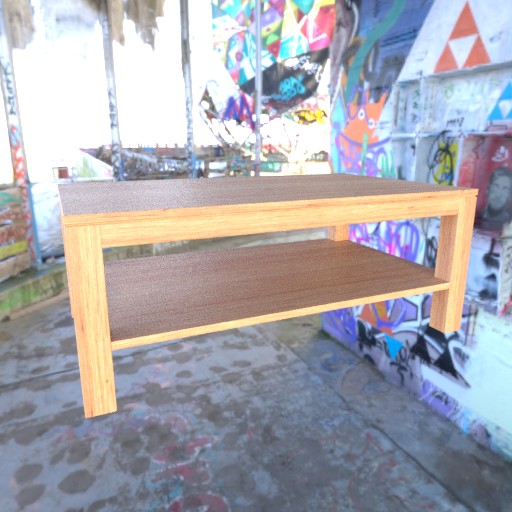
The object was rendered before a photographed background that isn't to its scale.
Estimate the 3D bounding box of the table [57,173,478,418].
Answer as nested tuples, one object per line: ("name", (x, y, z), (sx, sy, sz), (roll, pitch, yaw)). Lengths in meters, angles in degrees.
("table", (0.000, 0.000, 1.462), (1.146, 0.457, 0.695), (-7, 16, -23))
